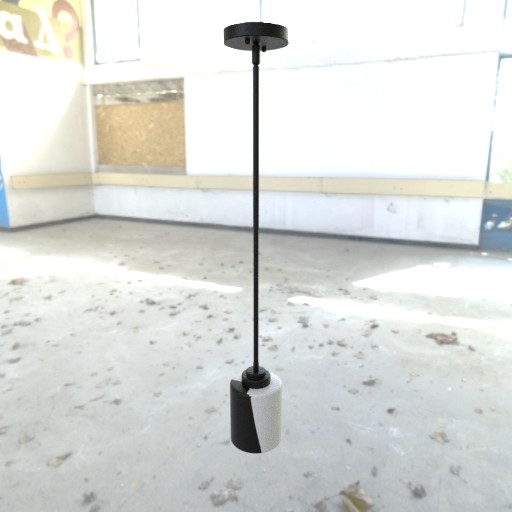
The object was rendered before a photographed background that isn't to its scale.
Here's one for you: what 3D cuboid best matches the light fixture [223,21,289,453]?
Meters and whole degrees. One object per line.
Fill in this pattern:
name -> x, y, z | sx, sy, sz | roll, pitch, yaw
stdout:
light fixture -> 0.000, 0.000, 0.927 | 0.123, 0.863, 0.123 | 6, 15, 25
